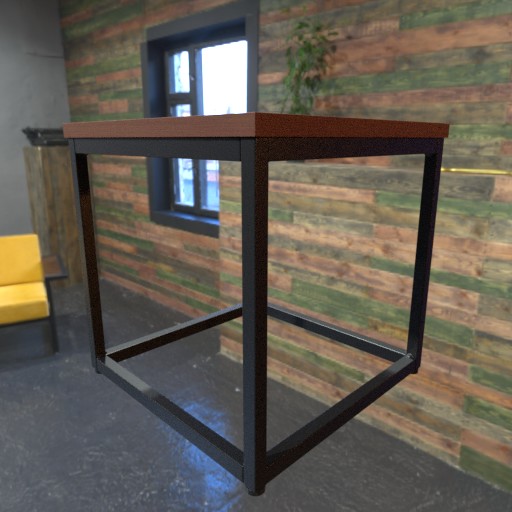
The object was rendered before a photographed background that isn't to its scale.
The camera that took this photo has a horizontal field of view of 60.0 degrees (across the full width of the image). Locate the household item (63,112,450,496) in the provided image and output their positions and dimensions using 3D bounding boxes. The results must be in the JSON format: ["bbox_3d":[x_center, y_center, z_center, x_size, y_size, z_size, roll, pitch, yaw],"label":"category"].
[{"bbox_3d":[0.000,0.000,0.698,0.400,0.400,0.400,-14,20,-43],"label":"household item"}]
